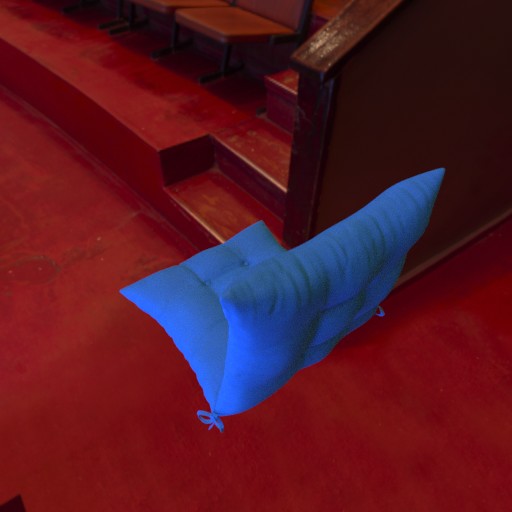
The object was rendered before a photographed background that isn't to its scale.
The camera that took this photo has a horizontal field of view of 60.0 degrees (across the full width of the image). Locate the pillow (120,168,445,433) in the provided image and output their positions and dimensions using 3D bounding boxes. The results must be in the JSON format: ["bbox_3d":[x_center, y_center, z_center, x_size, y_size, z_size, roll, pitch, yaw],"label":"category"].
[{"bbox_3d":[0.000,0.000,1.023,0.541,0.536,0.585,-29,52,-26],"label":"pillow"}]
